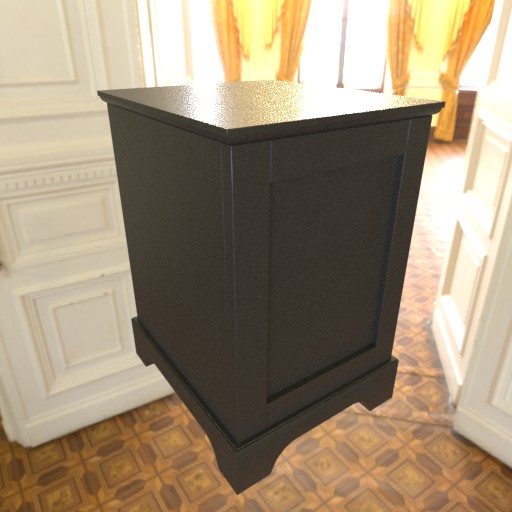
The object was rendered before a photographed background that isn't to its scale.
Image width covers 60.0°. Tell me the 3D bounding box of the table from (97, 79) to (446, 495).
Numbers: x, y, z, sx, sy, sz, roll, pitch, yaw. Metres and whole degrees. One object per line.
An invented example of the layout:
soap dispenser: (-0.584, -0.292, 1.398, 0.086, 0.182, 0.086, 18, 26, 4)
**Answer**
table: (0.000, 0.000, 0.889, 0.399, 0.610, 0.460, -17, 31, -31)
